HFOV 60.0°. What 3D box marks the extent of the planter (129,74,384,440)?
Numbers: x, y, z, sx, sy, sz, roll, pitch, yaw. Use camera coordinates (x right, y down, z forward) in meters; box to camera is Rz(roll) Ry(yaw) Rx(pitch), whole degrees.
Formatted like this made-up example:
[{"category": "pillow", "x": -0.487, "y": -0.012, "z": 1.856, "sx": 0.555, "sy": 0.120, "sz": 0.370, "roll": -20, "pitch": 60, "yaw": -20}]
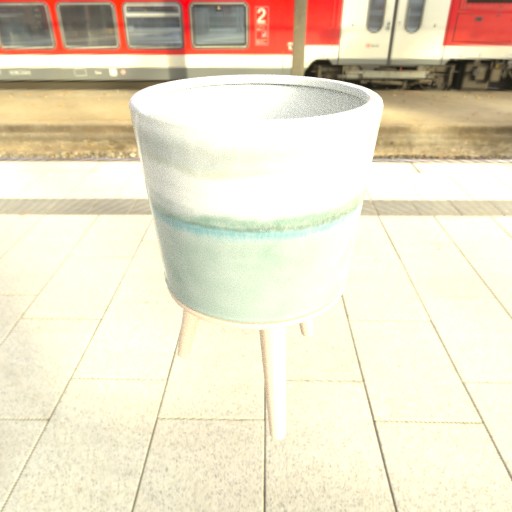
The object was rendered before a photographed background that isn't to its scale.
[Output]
[{"category": "planter", "x": 0.000, "y": 0.000, "z": 0.574, "sx": 0.265, "sy": 0.404, "sz": 0.265, "roll": 0, "pitch": 30, "yaw": -1}]
